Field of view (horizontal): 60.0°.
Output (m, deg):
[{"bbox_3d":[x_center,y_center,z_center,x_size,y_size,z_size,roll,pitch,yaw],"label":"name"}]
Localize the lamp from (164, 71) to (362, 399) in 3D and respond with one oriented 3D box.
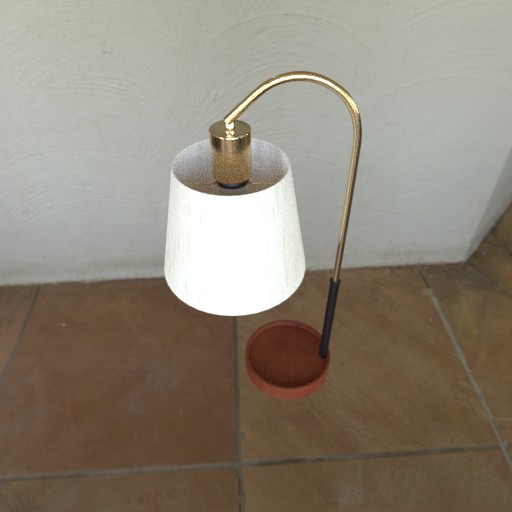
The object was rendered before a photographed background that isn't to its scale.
[{"bbox_3d":[0.000,0.000,0.659,0.273,0.536,0.211,0,42,0],"label":"lamp"}]
